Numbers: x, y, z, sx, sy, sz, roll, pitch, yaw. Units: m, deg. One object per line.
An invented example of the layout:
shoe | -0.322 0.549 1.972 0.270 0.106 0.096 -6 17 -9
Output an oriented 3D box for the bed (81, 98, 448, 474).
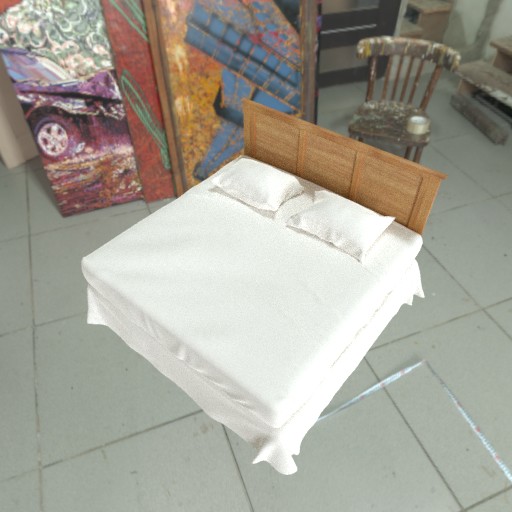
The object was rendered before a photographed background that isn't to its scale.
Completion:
bed | 0.000 0.000 3.600 2.317 1.270 2.215 30 52 27
